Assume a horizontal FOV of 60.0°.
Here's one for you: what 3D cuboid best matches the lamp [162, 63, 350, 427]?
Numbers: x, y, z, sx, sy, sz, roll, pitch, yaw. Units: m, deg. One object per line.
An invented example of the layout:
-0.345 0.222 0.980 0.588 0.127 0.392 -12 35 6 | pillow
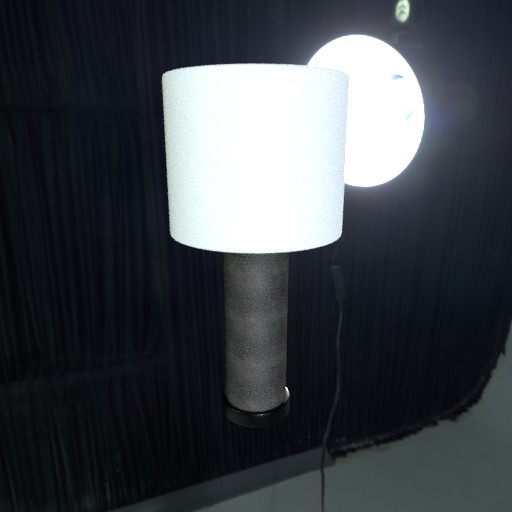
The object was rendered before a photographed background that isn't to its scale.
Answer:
0.000 0.000 0.815 0.305 0.634 0.305 -8 18 -26 | lamp
